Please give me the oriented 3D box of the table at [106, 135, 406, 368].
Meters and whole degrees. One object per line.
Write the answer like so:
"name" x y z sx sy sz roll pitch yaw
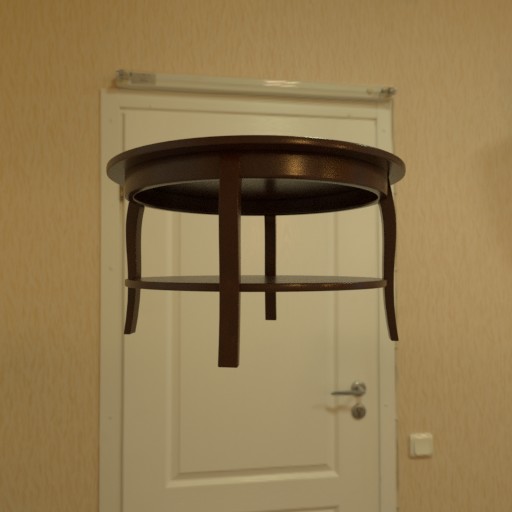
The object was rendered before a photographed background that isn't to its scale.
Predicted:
"table" 0.000 0.000 1.418 0.911 0.512 0.911 0 -1 0
